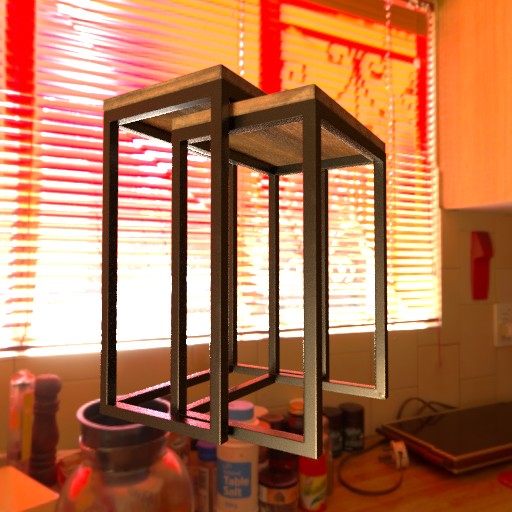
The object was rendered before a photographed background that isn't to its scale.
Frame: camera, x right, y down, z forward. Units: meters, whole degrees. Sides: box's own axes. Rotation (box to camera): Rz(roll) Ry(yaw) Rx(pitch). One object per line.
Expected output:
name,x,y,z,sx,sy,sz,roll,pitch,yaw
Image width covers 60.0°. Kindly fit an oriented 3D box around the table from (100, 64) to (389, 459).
table,0.000,0.000,0.936,0.460,0.615,0.456,-1,-2,34
